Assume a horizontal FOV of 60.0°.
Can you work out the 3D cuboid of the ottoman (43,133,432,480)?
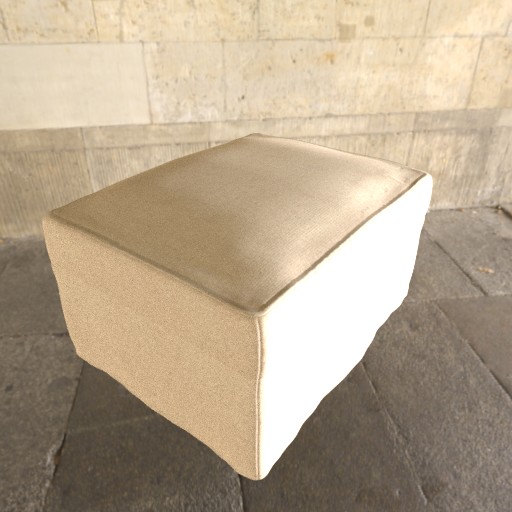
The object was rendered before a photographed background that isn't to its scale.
[{"bbox_3d":[0.000,0.000,1.215,0.650,0.485,0.833,22,37,31],"label":"ottoman"}]
